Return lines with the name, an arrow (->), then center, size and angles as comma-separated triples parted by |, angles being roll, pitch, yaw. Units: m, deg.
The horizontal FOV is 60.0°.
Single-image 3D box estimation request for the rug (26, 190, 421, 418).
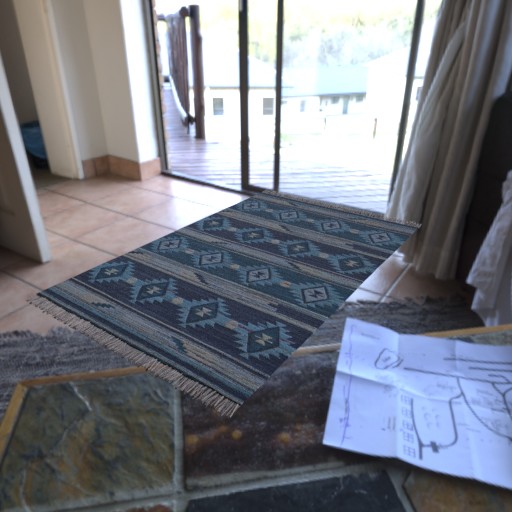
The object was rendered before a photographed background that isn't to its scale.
rug -> 0.000, 0.000, 2.371 | 1.181, 0.028, 1.936 | 18, 32, 32
